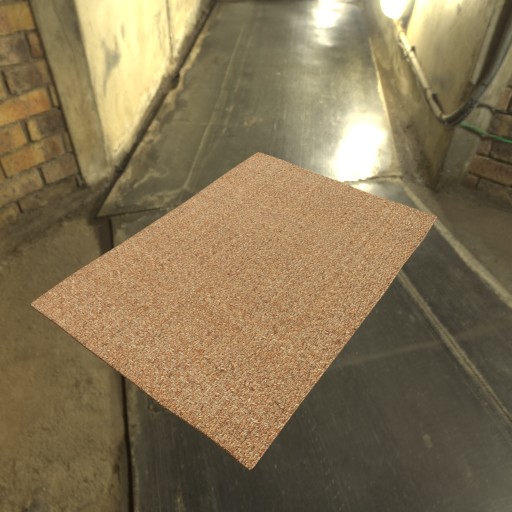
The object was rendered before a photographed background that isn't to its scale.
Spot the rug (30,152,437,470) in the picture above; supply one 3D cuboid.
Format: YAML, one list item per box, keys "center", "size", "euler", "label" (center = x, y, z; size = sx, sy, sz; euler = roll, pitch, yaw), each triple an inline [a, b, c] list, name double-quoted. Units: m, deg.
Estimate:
- center: [0.000, 0.000, 2.757]
  size: [1.566, 0.013, 2.141]
  euler: [26, 48, 26]
  label: "rug"
